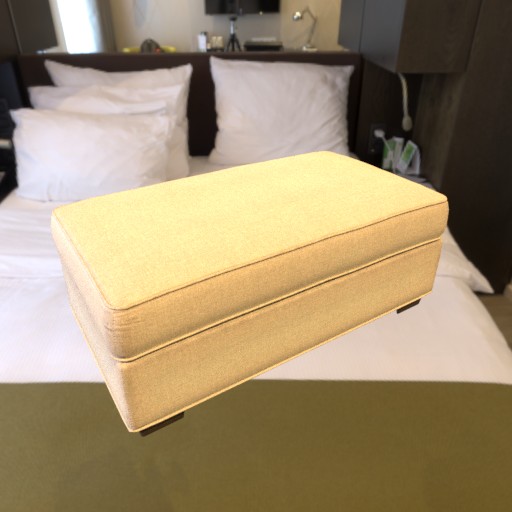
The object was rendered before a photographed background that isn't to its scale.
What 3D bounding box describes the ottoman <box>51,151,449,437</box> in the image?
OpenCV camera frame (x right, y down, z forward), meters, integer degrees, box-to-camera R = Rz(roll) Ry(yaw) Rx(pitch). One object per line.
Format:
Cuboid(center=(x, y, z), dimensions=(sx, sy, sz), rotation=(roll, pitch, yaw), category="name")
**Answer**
Cuboid(center=(0.000, 0.000, 1.435), dimensions=(1.097, 0.448, 0.617), rotation=(-18, 35, -28), category="ottoman")
